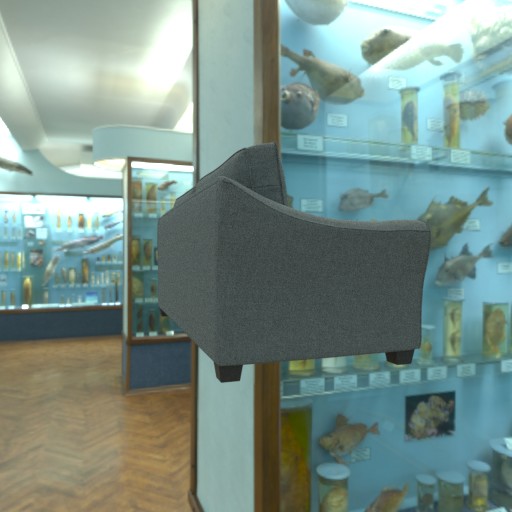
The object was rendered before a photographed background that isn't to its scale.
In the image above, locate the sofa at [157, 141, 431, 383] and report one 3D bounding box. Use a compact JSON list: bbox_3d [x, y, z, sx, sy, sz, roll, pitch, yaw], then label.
[{"bbox_3d":[0.000,0.000,2.822,1.013,0.976,2.203,0,0,-19],"label":"sofa"}]
